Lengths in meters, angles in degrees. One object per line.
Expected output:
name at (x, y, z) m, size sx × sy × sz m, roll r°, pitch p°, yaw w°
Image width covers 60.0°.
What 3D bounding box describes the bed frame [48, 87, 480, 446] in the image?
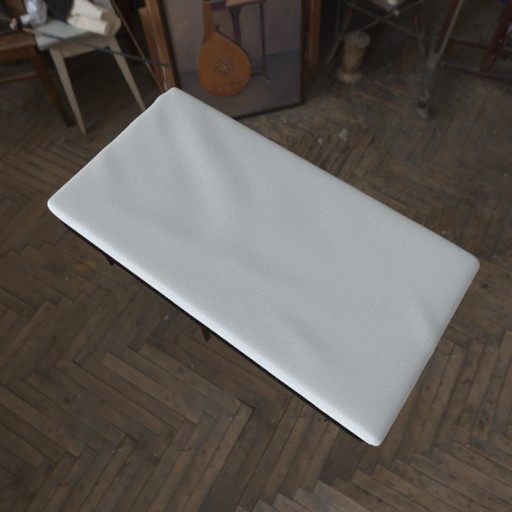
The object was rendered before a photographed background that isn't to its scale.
bed frame at (0.000, 0.000, 2.353) m, size 1.903 × 0.619 × 0.989 m, roll 33°, pitch 69°, yaw 15°
